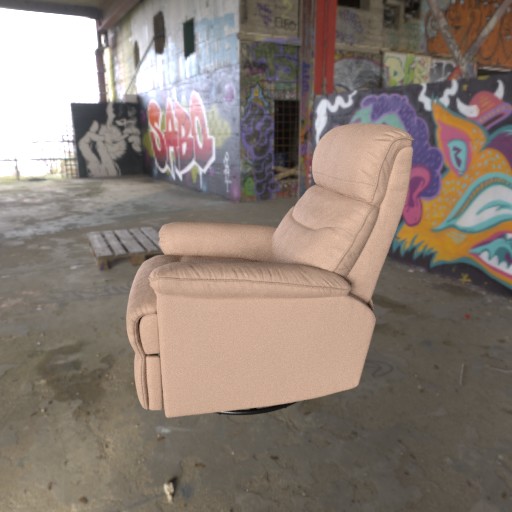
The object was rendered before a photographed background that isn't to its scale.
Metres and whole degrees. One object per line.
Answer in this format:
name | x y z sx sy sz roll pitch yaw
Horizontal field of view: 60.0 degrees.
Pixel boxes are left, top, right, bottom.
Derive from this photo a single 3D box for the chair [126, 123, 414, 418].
chair | 0.000 0.000 1.801 1.004 1.037 0.820 -2 16 -9
